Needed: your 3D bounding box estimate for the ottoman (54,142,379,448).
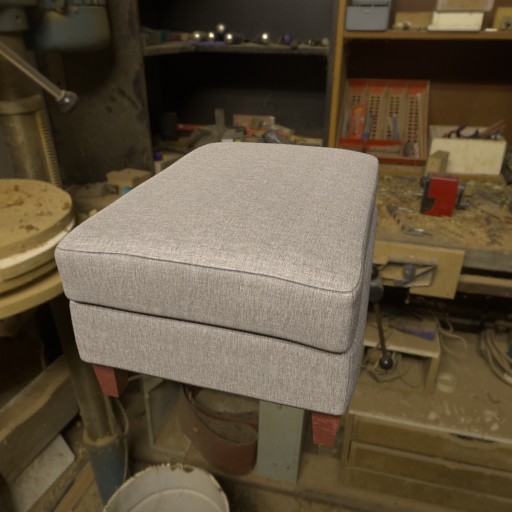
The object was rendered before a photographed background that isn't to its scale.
[{"bbox_3d":[0.000,0.000,1.252,0.639,0.494,0.873,8,29,14],"label":"ottoman"}]
